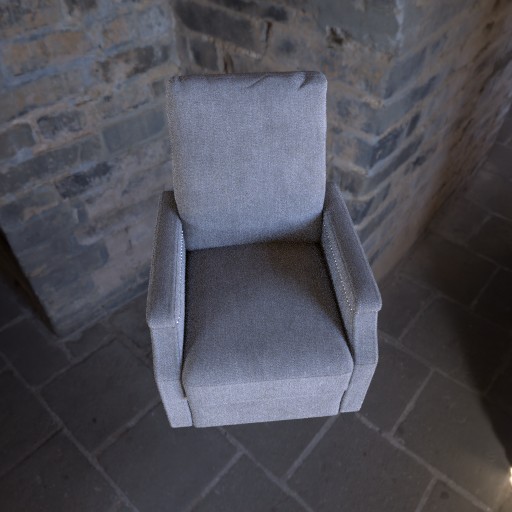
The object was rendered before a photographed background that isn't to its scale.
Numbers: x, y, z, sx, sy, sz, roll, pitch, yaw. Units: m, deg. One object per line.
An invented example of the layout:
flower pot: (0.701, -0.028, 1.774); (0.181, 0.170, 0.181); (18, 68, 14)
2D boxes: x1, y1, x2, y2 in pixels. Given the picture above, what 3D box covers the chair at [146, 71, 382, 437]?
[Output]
chair: (0.000, 0.000, 1.611); (0.710, 1.049, 0.922); (-4, 46, -4)
